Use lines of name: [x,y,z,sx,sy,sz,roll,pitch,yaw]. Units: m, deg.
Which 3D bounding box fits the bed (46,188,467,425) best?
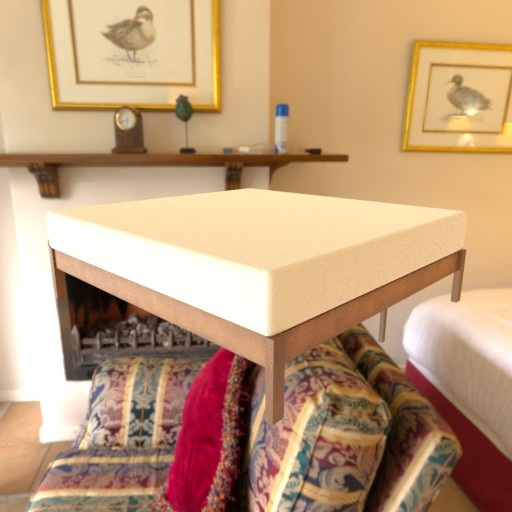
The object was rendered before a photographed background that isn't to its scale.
bed: [0.000,0.000,2.997,2.049,0.616,1.930,14,20,42]
